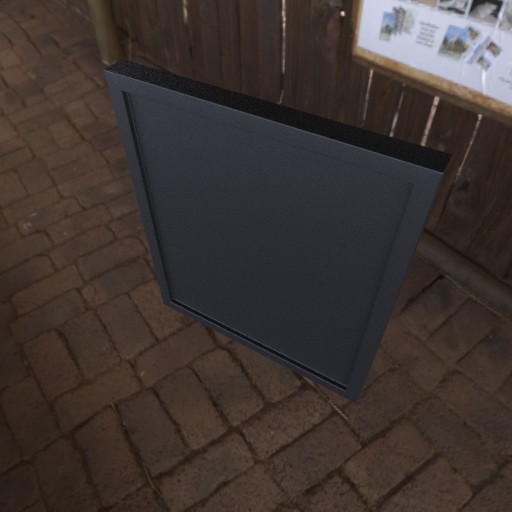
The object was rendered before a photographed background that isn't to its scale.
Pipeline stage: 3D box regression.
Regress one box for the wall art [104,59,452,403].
[{"bbox_3d":[0.000,0.000,0.522,0.328,0.381,0.028,23,51,20],"label":"wall art"}]
